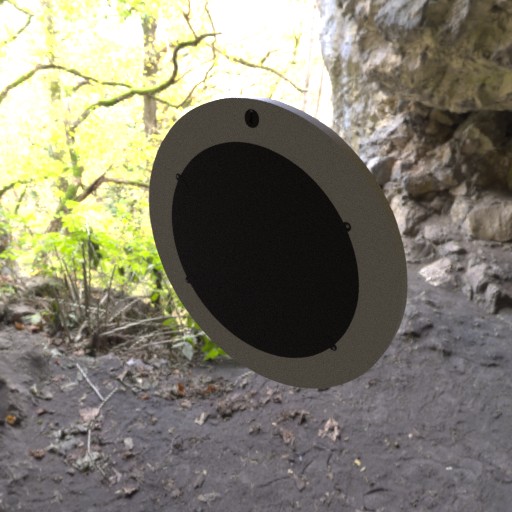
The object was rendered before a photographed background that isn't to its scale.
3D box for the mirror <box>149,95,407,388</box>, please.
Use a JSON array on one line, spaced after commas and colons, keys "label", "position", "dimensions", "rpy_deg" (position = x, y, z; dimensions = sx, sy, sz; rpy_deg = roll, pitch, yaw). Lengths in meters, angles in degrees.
[{"label": "mirror", "position": [0.000, 0.000, 1.338], "dimensions": [0.914, 0.914, 0.038], "rpy_deg": [21, 36, 32]}]
